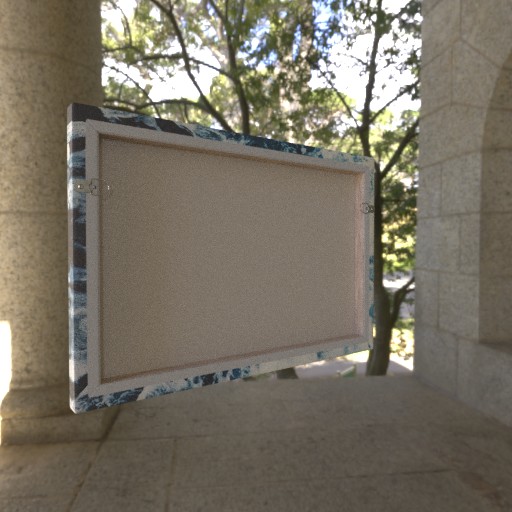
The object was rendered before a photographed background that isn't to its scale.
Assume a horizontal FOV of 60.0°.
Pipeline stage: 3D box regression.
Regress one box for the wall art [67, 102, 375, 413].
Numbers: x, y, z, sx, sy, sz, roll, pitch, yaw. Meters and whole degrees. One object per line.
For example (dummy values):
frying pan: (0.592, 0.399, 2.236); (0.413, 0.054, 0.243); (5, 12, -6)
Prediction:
wall art: (0.000, 0.000, 1.151); (0.915, 0.610, 0.042); (-1, 2, -37)
